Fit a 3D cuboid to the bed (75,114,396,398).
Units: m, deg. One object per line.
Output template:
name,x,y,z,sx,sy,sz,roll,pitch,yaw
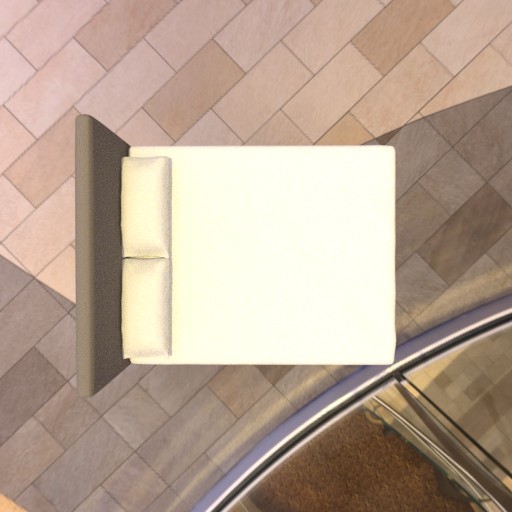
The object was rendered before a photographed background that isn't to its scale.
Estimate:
bed,0.000,0.000,3.237,2.142,1.330,1.748,0,91,1
